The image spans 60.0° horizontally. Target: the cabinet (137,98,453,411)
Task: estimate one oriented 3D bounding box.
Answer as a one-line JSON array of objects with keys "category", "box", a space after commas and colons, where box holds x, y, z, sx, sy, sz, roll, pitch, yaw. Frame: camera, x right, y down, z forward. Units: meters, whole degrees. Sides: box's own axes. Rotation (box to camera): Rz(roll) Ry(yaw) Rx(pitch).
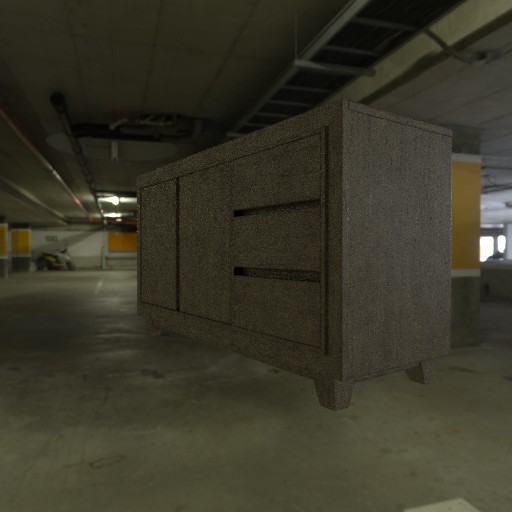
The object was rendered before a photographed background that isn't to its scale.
[{"category": "cabinet", "box": [0.000, 0.000, 1.875, 0.511, 0.825, 1.460, 0, 1, -35]}]
